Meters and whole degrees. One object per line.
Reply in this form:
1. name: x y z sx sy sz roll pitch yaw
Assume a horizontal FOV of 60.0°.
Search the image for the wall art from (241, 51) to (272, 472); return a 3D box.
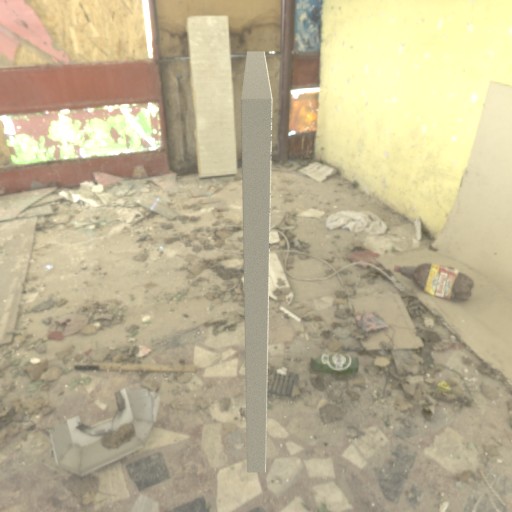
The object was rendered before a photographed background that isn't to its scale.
1. wall art: 0.000 0.000 0.957 0.039 0.753 0.511 0 31 0
